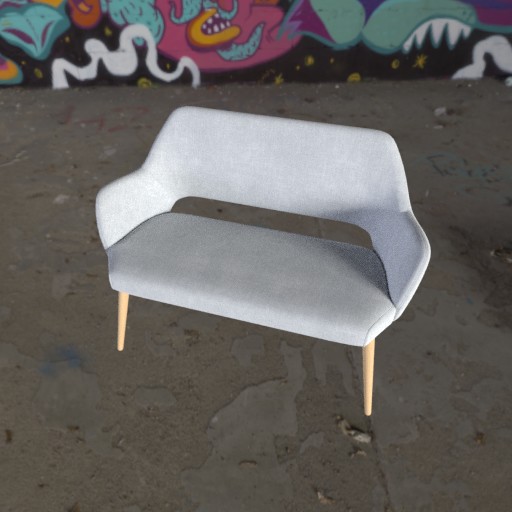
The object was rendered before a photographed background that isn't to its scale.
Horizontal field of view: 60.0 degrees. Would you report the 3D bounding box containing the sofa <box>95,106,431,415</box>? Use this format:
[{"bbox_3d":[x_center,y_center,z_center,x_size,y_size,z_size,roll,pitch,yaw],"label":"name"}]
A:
[{"bbox_3d":[0.000,0.000,1.659,1.150,0.840,0.610,11,43,12],"label":"sofa"}]
